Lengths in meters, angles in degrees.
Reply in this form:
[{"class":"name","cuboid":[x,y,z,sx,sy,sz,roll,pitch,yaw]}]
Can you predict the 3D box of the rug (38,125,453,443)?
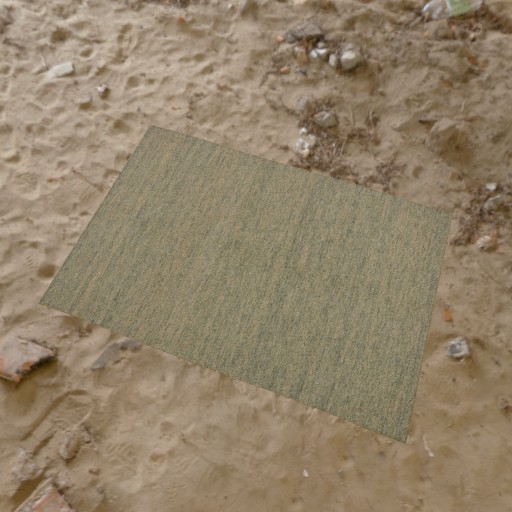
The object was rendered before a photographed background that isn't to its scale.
[{"class":"rug","cuboid":[0.000,0.000,2.869,2.283,0.013,1.547,18,65,9]}]
